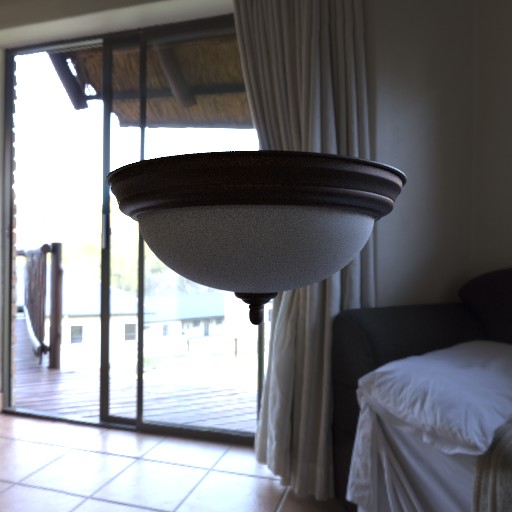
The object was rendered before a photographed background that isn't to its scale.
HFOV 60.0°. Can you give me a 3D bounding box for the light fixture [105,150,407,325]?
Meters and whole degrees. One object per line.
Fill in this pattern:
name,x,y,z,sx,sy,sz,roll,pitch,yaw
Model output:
light fixture,0.000,0.000,0.433,0.280,0.135,0.280,0,-2,0
